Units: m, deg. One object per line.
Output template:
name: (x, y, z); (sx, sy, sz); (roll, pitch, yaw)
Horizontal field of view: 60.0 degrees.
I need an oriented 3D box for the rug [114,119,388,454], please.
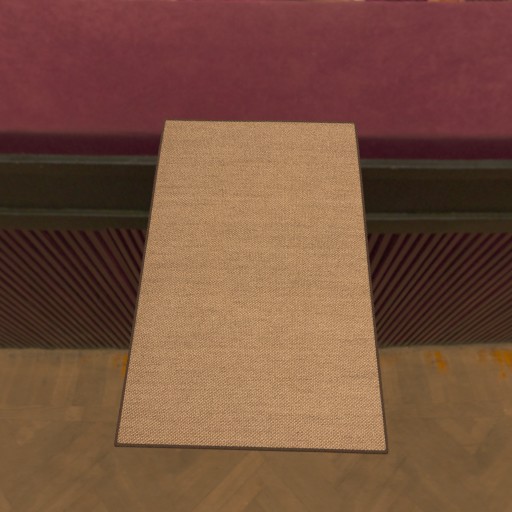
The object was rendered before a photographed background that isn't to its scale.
rug: (0.000, 0.000, 2.080); (1.067, 0.013, 1.676); (1, 64, 1)
